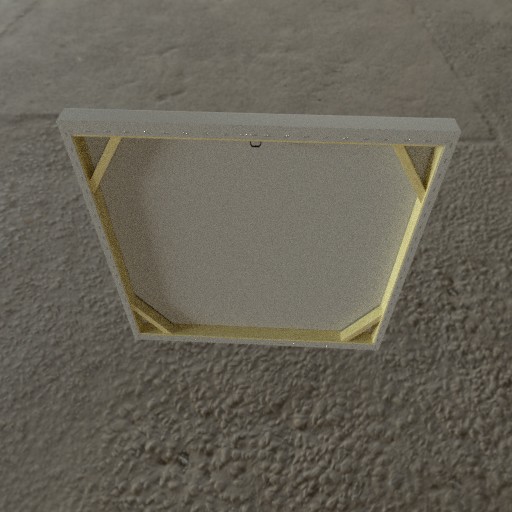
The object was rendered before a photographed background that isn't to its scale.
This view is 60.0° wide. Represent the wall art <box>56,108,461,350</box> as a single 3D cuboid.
[{"bbox_3d":[0.000,0.000,0.900,0.610,0.610,0.038,2,47,2],"label":"wall art"}]
